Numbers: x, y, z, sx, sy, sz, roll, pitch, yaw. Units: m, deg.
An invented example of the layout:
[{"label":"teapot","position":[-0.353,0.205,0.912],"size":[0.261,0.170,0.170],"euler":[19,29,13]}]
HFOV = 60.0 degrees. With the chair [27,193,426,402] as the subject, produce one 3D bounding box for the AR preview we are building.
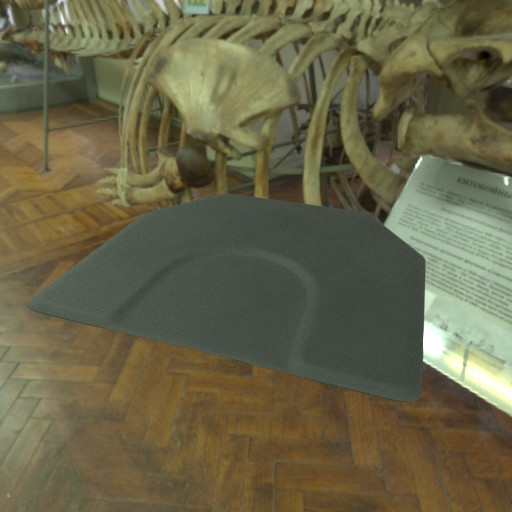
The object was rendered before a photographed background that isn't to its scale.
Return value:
[{"label":"chair","position":[0.000,0.000,1.889],"size":[1.372,0.024,1.219],"euler":[10,32,16]}]
